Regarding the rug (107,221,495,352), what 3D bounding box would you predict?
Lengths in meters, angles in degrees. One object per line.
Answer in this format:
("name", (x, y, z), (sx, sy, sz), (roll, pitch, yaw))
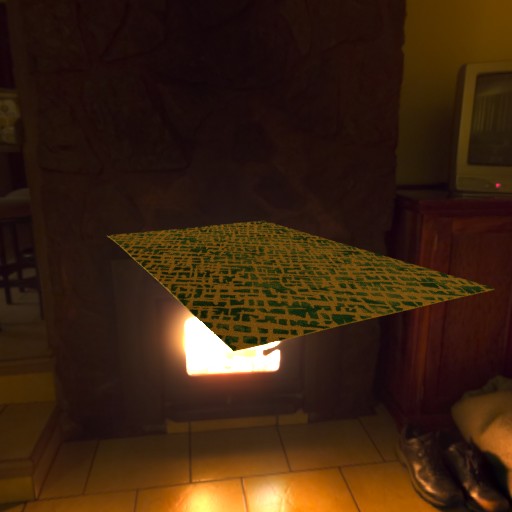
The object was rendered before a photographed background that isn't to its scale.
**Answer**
("rug", (0.000, 0.000, 3.013), (1.520, 0.011, 2.447), (-7, 16, -28))
